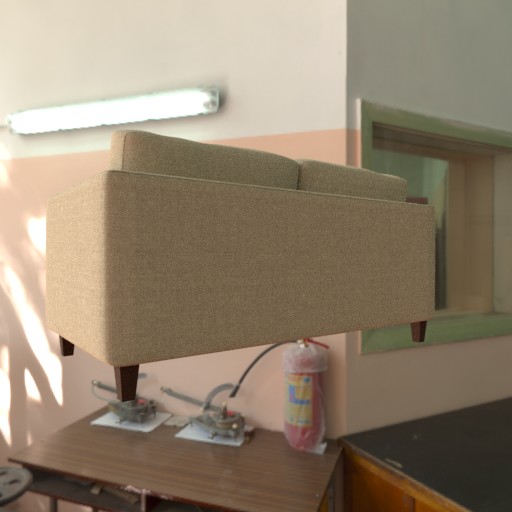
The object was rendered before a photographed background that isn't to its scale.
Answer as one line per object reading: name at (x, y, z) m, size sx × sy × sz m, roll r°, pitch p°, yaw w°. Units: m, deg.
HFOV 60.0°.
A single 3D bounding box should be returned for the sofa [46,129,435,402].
sofa at (0.000, 0.000, 2.328) m, size 1.884 × 0.963 × 0.950 m, roll 0°, pitch 0°, yaw -36°
